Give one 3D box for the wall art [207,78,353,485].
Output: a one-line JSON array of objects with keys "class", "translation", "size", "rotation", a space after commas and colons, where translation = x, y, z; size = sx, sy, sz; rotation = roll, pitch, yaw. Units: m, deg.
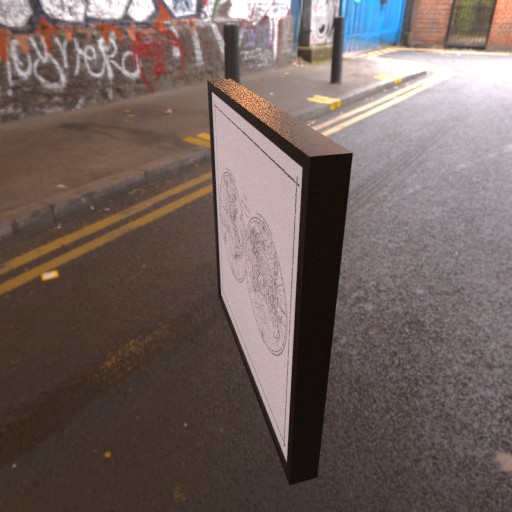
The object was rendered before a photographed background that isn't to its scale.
[{"class": "wall art", "translation": [0.000, 0.000, 0.482], "size": [0.029, 0.318, 0.327], "rotation": [-8, 31, -14]}]
